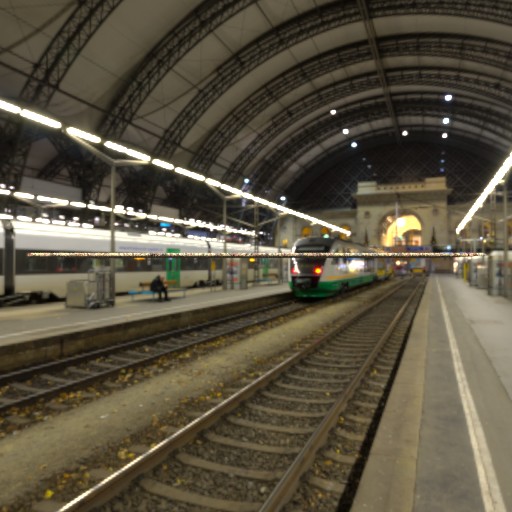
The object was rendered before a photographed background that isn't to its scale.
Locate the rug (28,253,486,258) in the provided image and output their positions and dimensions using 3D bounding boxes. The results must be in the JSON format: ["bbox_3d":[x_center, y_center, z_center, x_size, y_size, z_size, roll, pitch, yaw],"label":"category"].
[{"bbox_3d":[0.000,0.000,2.553,2.292,0.015,0.688,0,-1,0],"label":"rug"}]
